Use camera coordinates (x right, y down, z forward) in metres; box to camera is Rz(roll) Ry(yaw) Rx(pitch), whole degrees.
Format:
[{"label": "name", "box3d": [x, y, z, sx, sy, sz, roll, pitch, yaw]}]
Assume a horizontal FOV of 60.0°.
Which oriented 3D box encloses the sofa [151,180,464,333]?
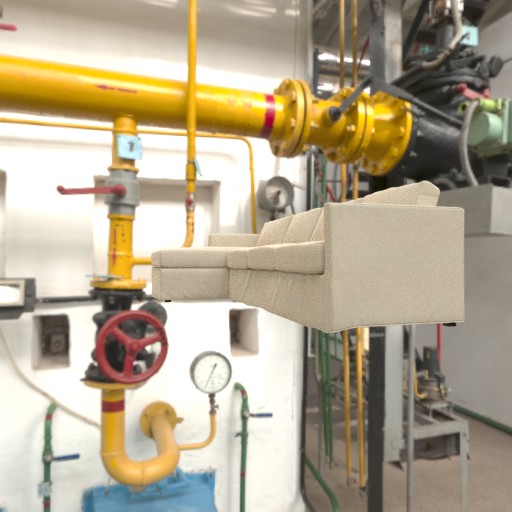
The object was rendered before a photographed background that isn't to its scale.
[{"label": "sofa", "box3d": [0.000, 0.000, 3.954, 1.650, 0.922, 3.205, 0, -1, -18]}]
